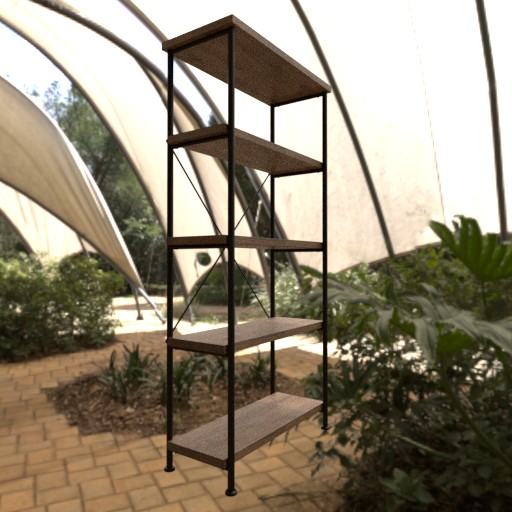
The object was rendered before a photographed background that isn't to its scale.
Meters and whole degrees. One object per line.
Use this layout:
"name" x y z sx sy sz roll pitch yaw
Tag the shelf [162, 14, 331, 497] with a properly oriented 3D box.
"shelf" 0.000 0.000 1.984 0.360 1.700 0.800 0 -1 35
